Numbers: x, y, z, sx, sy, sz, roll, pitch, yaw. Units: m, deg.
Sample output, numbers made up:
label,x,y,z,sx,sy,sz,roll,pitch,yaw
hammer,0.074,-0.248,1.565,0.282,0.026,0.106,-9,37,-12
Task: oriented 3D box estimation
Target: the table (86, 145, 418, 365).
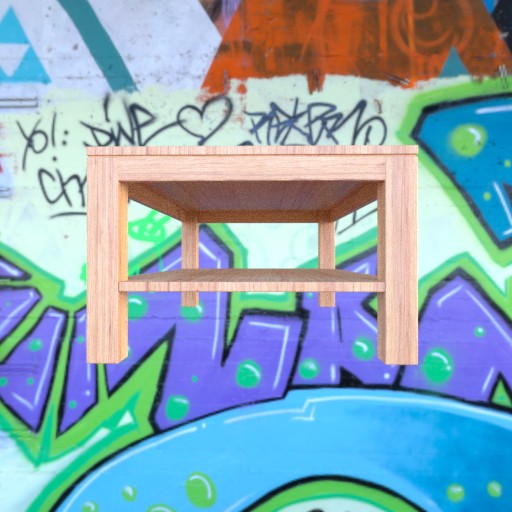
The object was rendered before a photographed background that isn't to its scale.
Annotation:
label,x,y,z,sx,sy,sz,roll,pitch,yaw
table,0.000,0.000,1.499,0.695,0.457,1.146,0,0,1
